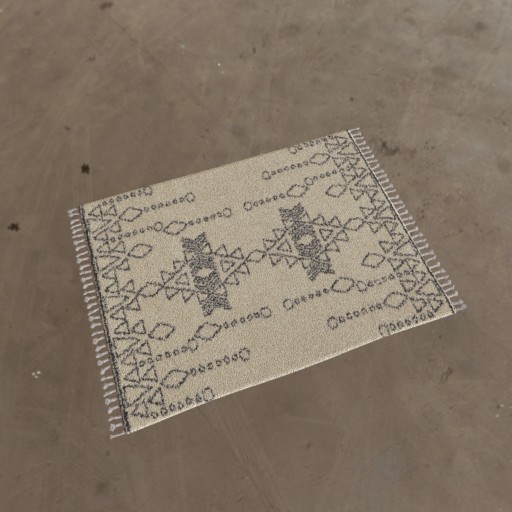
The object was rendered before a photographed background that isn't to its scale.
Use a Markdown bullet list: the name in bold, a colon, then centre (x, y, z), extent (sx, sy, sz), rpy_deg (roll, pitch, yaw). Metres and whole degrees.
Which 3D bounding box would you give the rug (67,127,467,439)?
- **rug**: centre (0.000, 0.000, 3.923), extent (3.027, 0.028, 2.125), rpy_deg (-18, 64, -9)
